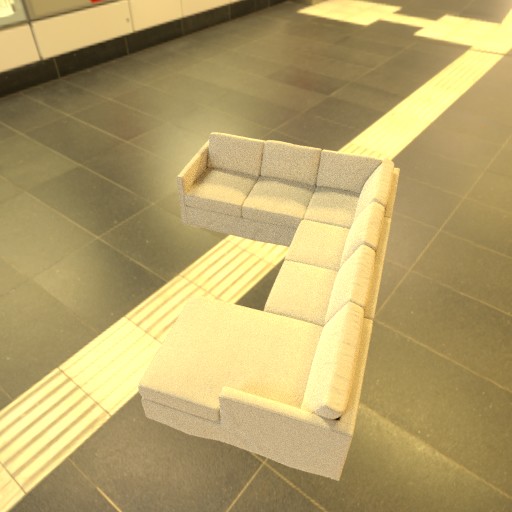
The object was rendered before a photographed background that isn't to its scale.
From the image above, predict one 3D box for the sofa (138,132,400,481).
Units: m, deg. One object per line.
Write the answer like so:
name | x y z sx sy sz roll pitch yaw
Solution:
sofa | 0.000 0.000 4.440 2.427 0.882 3.460 13 44 14
